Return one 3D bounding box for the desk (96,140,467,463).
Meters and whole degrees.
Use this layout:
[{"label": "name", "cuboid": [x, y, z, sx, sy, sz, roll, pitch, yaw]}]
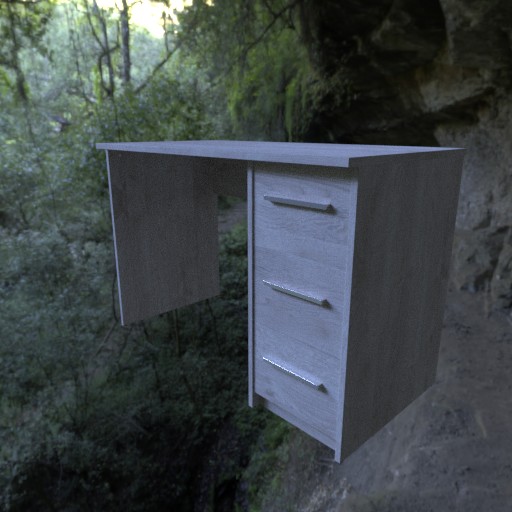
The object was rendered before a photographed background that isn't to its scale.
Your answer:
[{"label": "desk", "cuboid": [0.000, 0.000, 1.517, 0.560, 0.735, 1.097, -15, 22, -42]}]
